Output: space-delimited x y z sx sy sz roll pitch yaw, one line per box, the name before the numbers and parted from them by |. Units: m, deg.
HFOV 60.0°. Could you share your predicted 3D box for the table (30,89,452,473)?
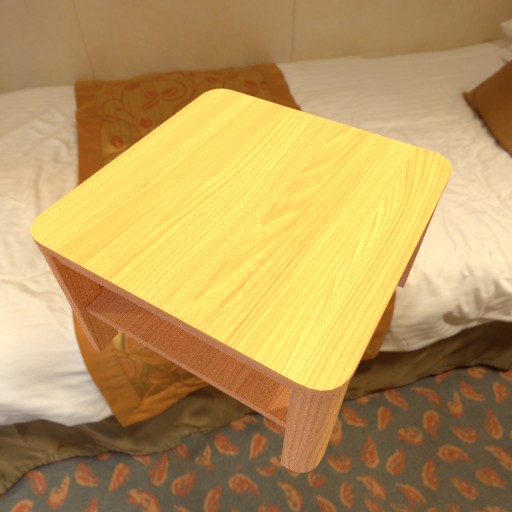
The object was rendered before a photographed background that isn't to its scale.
table | 0.000 0.000 1.208 0.750 0.450 0.750 24 53 20
